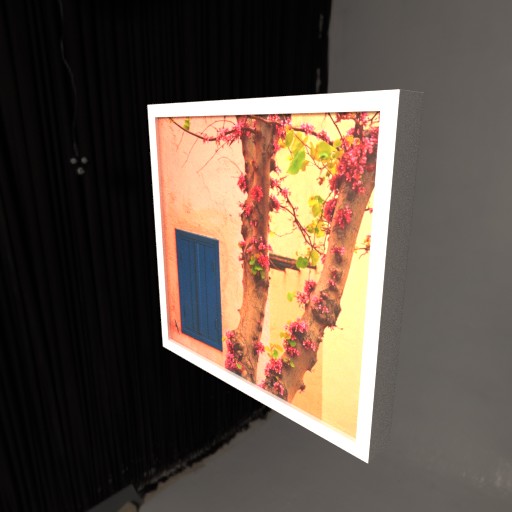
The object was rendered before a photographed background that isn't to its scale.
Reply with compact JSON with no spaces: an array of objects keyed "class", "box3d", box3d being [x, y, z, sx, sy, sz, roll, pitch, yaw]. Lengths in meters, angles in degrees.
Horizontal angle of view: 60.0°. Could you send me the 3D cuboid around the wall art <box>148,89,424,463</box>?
[{"class":"wall art","box3d":[0.000,0.000,0.454,0.305,0.302,0.038,15,22,42]}]
